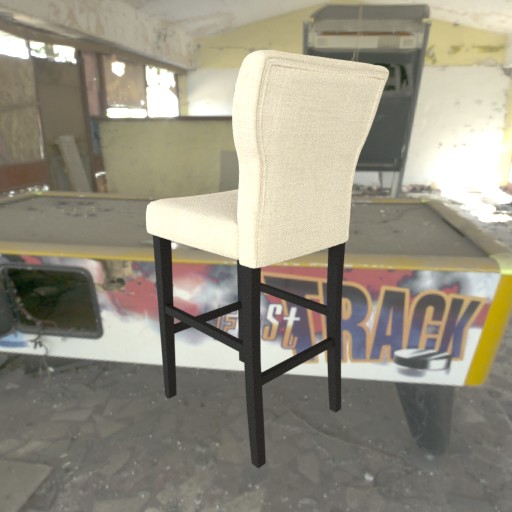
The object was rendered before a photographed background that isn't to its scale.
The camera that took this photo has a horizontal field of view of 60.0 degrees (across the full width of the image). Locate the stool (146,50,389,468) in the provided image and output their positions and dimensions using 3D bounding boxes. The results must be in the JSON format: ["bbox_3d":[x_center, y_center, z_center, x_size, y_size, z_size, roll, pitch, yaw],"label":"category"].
[{"bbox_3d":[0.000,0.000,1.427,0.516,1.124,0.603,-15,22,-42],"label":"stool"}]
